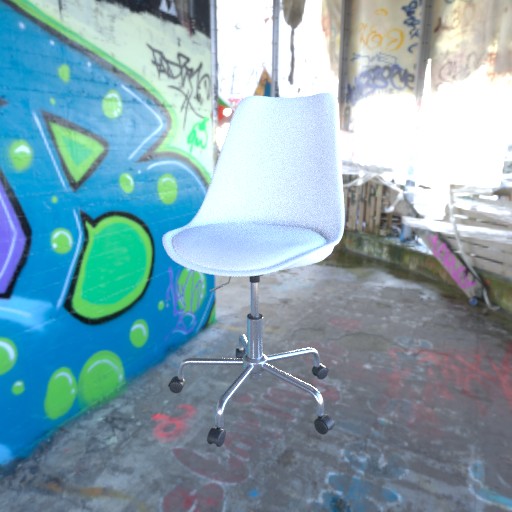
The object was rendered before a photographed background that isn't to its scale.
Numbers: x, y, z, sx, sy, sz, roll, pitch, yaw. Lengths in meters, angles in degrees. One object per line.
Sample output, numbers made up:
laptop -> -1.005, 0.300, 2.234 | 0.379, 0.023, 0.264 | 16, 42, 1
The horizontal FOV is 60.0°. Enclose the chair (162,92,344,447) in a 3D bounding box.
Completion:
chair -> 0.000, 0.000, 1.296 | 0.550, 0.930, 0.550 | 7, 16, 25
